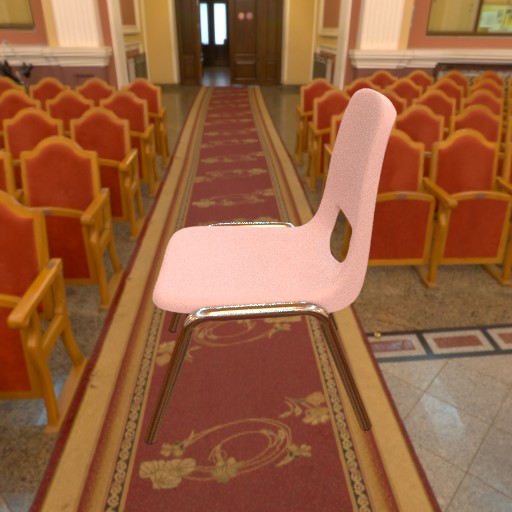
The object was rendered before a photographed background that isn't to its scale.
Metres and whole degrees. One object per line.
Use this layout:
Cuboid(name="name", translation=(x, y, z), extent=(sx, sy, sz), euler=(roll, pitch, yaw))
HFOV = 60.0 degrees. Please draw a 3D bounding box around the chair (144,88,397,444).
Cuboid(name="chair", translation=(0.000, 0.000, 0.834), extent=(0.423, 0.586, 0.354), euler=(-1, 27, -2))
